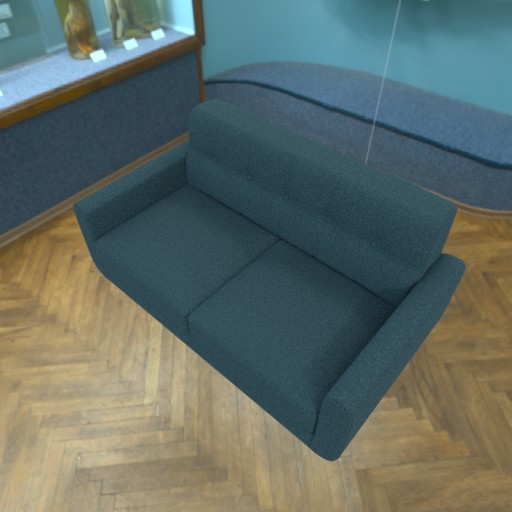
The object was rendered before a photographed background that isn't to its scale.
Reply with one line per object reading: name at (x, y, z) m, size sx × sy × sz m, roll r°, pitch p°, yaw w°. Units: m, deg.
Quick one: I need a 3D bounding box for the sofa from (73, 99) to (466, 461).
sofa at (0.000, 0.000, 2.169) m, size 1.651 × 0.896 × 0.942 m, roll 32°, pitch 54°, yaw 27°
